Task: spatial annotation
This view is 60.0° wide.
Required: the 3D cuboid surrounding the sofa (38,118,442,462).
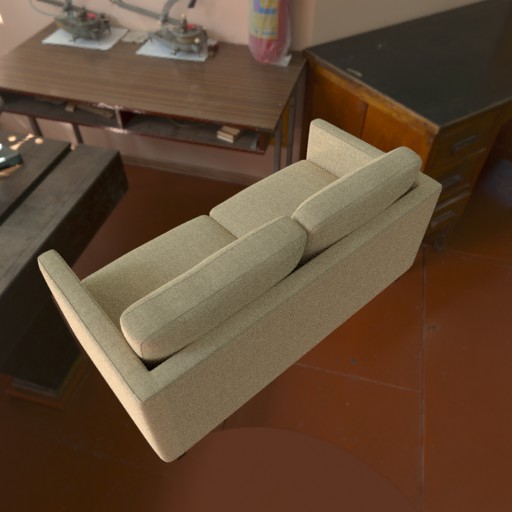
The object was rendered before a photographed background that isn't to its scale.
[{"bbox_3d":[0.000,0.000,2.381,1.884,0.963,0.950,-32,55,-26],"label":"sofa"}]
